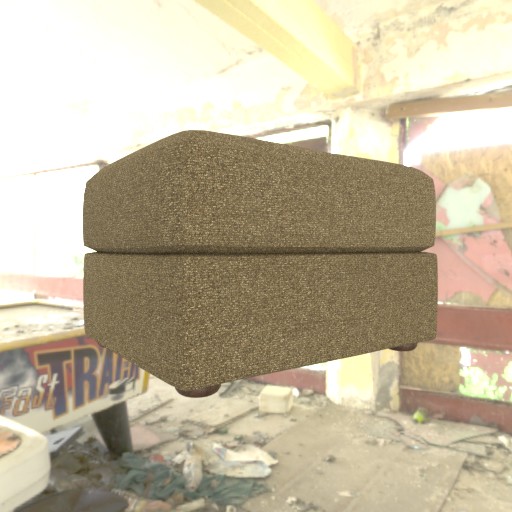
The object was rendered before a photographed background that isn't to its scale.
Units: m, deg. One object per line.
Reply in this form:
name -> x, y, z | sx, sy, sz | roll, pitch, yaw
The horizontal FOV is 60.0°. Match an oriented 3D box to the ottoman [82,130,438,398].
ottoman -> 0.000, 0.000, 1.131 | 0.742, 0.476, 0.598 | -1, 1, -36
